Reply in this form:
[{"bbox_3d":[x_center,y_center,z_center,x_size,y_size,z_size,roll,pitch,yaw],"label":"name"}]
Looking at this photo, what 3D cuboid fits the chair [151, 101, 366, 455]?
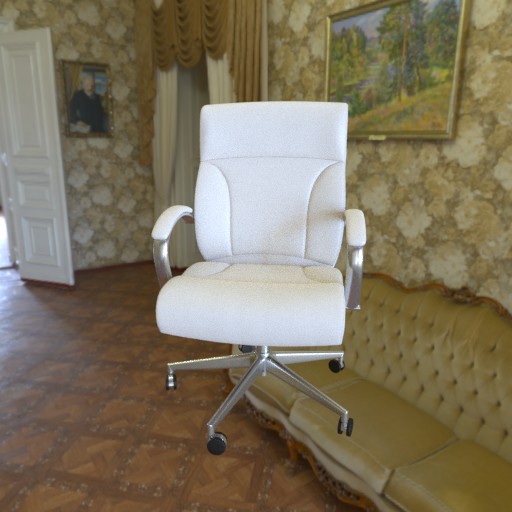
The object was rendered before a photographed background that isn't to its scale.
[{"bbox_3d":[0.000,0.000,1.588,0.727,1.099,0.745,2,14,9],"label":"chair"}]
